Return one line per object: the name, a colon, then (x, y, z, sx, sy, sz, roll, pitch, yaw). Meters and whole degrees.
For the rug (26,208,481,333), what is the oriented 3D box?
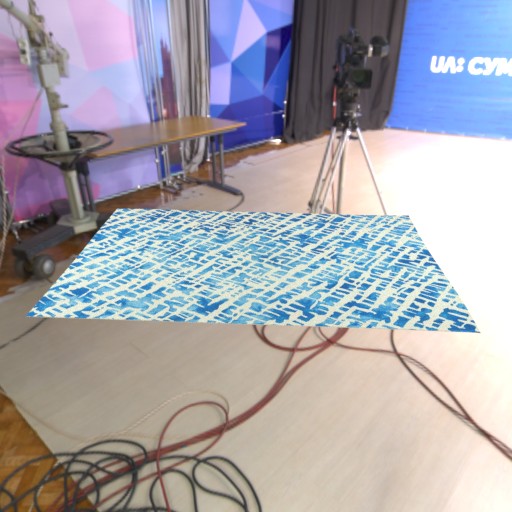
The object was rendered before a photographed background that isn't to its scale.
rug: (0.000, 0.000, 3.037, 2.447, 0.011, 1.520, 2, 29, 3)
